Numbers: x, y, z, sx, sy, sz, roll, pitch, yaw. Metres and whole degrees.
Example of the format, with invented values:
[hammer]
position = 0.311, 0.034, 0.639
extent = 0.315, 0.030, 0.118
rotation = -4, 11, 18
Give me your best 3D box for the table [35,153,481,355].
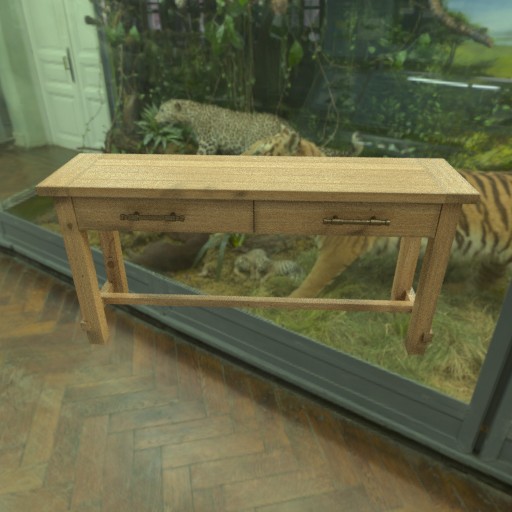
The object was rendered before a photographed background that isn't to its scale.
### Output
[table]
position = 0.000, 0.000, 1.939
extent = 1.599, 0.762, 0.442
rotation = 1, 30, 2
